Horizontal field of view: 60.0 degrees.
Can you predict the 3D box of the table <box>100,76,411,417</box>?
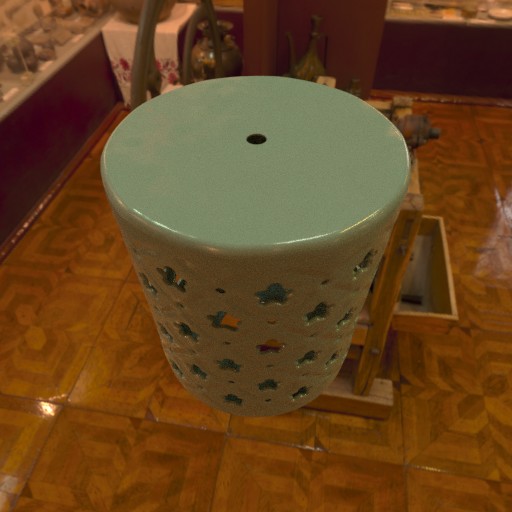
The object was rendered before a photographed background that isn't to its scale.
[{"bbox_3d":[0.000,0.000,0.643,0.352,0.387,0.352,0,46,0],"label":"table"}]
